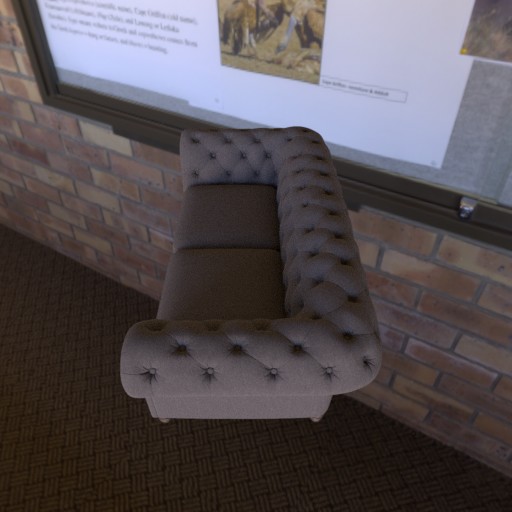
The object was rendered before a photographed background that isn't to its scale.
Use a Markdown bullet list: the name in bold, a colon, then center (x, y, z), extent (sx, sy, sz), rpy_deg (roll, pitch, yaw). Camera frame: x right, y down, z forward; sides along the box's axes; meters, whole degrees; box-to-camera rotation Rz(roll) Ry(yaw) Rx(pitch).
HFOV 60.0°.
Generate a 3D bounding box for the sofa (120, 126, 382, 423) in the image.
- **sofa**: center (0.000, 0.000, 2.485), extent (0.986, 0.764, 1.998), rpy_deg (0, 40, 0)
